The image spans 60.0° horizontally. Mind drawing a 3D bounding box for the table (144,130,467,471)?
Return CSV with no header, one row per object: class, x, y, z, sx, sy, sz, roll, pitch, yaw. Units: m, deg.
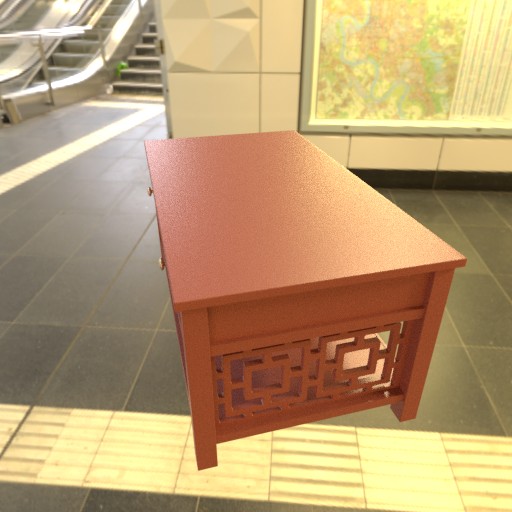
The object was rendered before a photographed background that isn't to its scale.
table,0.000,0.000,1.411,0.612,0.493,1.068,-8,31,-13
